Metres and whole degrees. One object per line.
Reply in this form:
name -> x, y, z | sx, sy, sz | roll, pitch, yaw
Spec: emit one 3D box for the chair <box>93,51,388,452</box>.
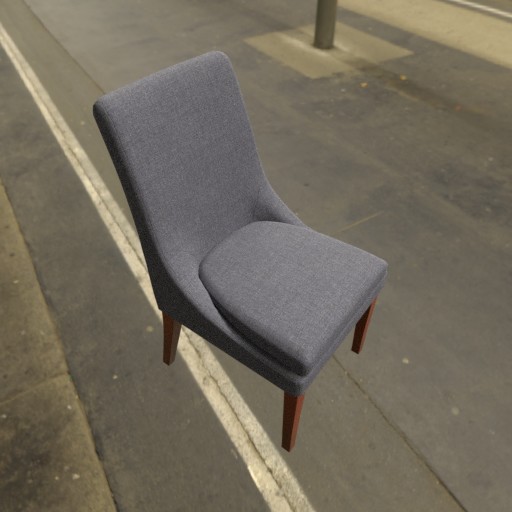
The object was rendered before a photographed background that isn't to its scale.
chair -> 0.000, 0.000, 1.323 | 0.655, 0.952, 0.508 | 27, 49, 26
